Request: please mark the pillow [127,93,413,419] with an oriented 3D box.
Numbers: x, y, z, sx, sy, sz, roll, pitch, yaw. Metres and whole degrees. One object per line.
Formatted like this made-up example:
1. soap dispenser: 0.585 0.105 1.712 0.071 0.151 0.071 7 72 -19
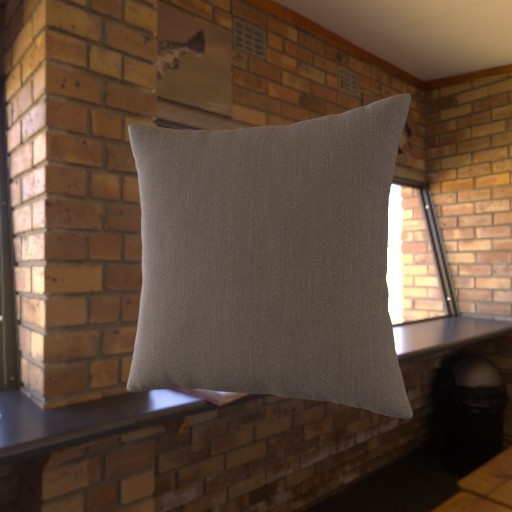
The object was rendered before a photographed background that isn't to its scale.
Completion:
1. pillow: 0.000 0.000 0.768 0.511 0.509 0.161 0 -1 17
